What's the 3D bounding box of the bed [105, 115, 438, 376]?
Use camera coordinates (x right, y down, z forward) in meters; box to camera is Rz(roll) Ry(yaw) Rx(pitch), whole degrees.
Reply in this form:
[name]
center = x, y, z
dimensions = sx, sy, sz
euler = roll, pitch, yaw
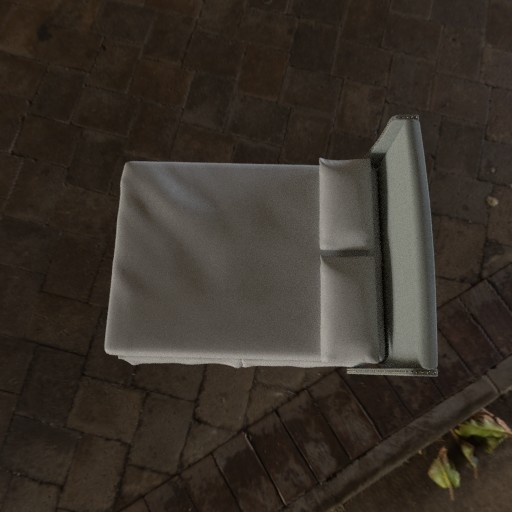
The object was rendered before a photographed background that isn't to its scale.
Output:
[bed]
center = 0.000, 0.000, 3.396
dimensions = 2.237, 1.407, 1.710
euler = 1, 76, 0
